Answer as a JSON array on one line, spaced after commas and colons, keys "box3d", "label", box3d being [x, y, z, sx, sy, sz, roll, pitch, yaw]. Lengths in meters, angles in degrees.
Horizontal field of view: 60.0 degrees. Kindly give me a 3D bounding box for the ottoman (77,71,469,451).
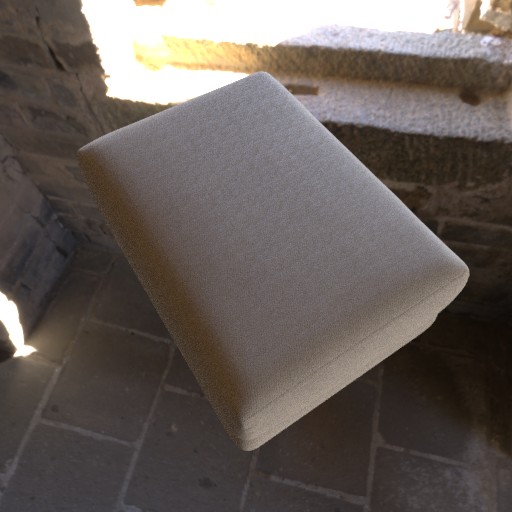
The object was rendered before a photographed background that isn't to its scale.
[{"box3d": [0.000, 0.000, 1.132, 0.569, 0.504, 0.773, -29, 63, -16], "label": "ottoman"}]
